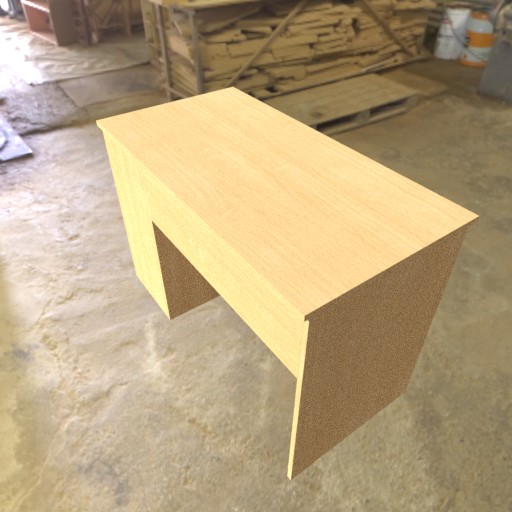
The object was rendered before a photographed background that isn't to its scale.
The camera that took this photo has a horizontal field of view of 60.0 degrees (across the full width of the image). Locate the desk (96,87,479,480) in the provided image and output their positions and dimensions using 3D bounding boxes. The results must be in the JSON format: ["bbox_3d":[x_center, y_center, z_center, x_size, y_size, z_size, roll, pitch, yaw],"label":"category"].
[{"bbox_3d":[0.000,0.000,1.537,0.560,0.735,1.097,-25,46,-26],"label":"desk"}]
